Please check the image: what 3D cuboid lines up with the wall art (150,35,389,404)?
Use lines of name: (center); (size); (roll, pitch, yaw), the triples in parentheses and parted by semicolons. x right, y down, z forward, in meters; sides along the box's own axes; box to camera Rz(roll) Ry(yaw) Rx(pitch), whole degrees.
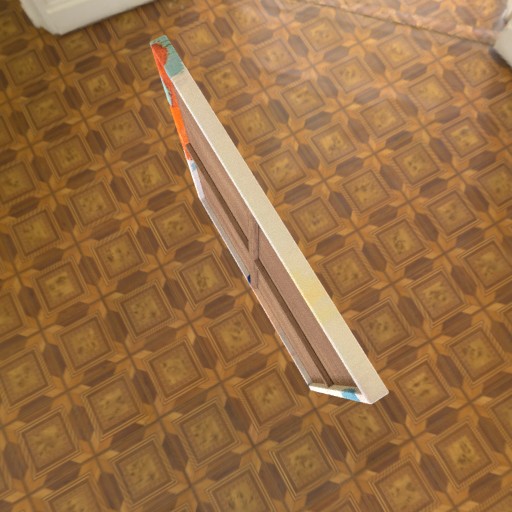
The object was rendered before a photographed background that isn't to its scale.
wall art: (0.000, 0.000, 1.209); (0.037, 0.814, 0.814); (-29, 77, -8)
